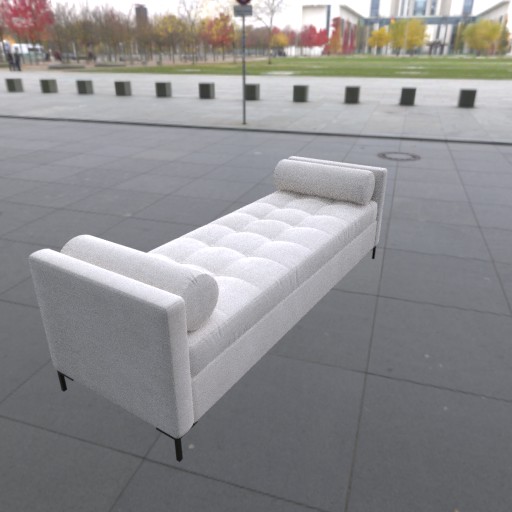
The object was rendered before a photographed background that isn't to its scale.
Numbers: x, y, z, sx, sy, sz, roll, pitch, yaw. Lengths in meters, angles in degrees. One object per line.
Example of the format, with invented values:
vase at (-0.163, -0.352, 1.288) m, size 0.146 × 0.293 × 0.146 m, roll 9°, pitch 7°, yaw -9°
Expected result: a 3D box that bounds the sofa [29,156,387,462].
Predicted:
sofa at (0.000, 0.000, 2.297) m, size 0.686 × 0.635 × 1.981 m, roll 15°, pitch 29°, yaw 30°
